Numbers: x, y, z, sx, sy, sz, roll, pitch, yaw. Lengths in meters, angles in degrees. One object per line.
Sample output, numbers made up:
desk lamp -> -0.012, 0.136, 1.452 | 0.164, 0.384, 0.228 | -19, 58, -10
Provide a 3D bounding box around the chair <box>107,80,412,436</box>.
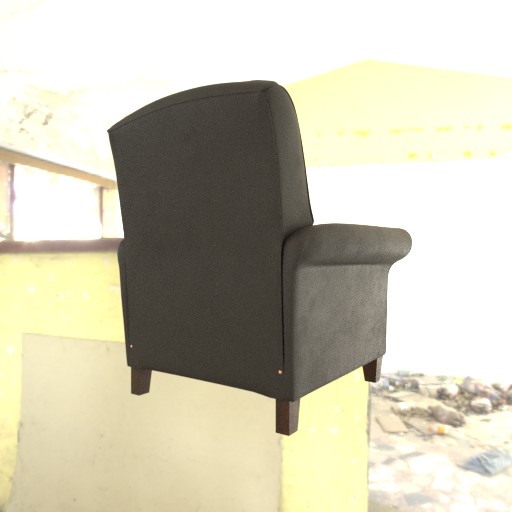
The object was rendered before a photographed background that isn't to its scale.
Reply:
chair -> 0.000, 0.000, 1.773 | 0.978, 1.061, 0.902 | 0, -1, 36
